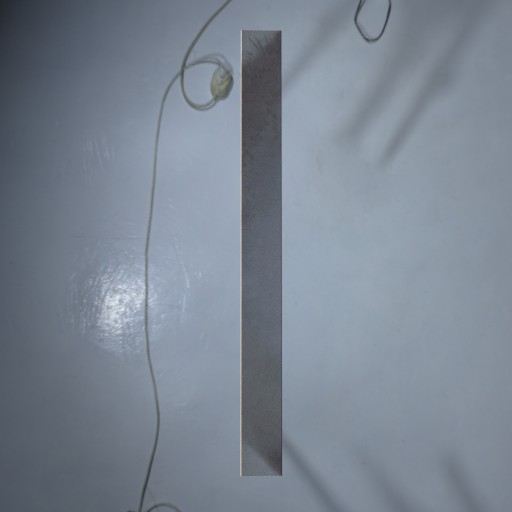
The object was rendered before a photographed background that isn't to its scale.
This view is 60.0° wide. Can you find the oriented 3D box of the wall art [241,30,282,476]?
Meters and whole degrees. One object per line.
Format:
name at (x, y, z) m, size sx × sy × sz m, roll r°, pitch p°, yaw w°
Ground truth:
wall art at (0.000, 0.000, 0.452) m, size 0.028 × 0.303 × 0.303 m, roll 0°, pitch 89°, yaw -1°
